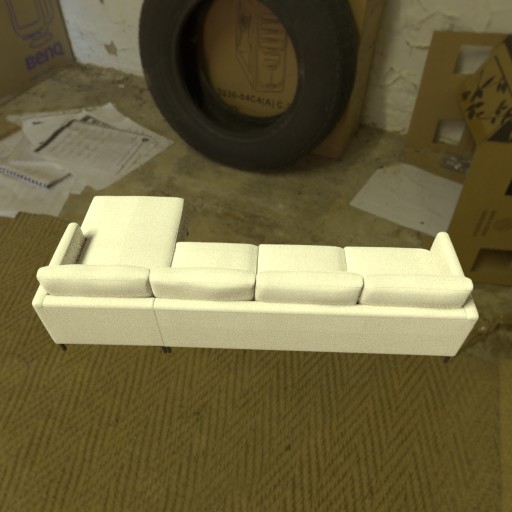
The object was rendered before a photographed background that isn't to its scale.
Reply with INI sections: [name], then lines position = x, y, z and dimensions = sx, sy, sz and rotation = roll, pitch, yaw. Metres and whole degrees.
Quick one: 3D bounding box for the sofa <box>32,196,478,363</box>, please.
[sofa]
position = 0.000, 0.000, 2.865
dimensions = 2.445, 0.677, 1.126
rotation = 2, 47, 2
